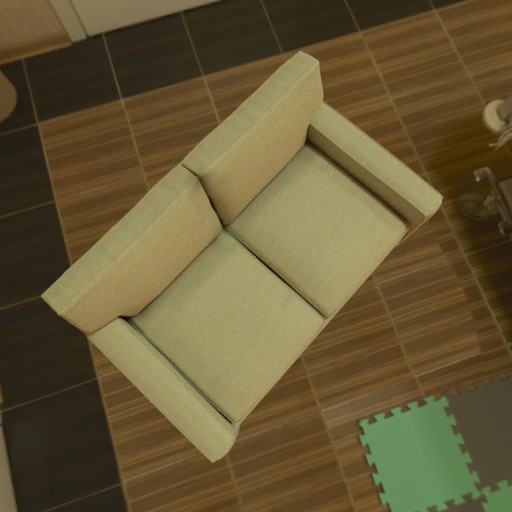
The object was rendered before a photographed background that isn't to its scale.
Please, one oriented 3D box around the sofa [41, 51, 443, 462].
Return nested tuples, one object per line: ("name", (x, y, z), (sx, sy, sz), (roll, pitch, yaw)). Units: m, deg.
("sofa", (0.000, 0.000, 2.016), (0.942, 0.853, 1.484), (42, 79, 10))
